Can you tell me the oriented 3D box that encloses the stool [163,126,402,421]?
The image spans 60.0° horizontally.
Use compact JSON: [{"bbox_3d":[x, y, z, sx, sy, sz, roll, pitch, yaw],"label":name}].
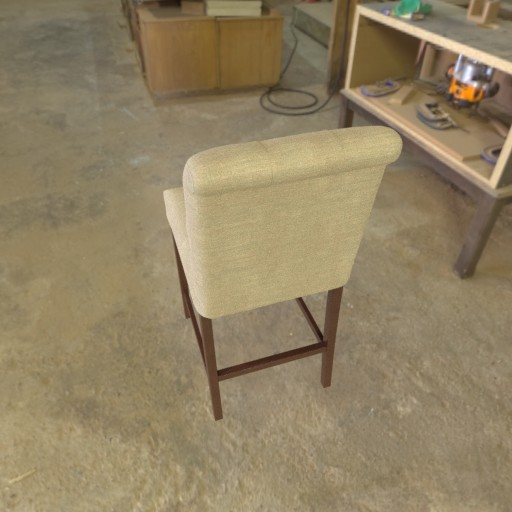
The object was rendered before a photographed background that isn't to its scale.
[{"bbox_3d":[0.000,0.000,1.453,0.486,1.084,0.660,-12,43,-14],"label":"stool"}]
